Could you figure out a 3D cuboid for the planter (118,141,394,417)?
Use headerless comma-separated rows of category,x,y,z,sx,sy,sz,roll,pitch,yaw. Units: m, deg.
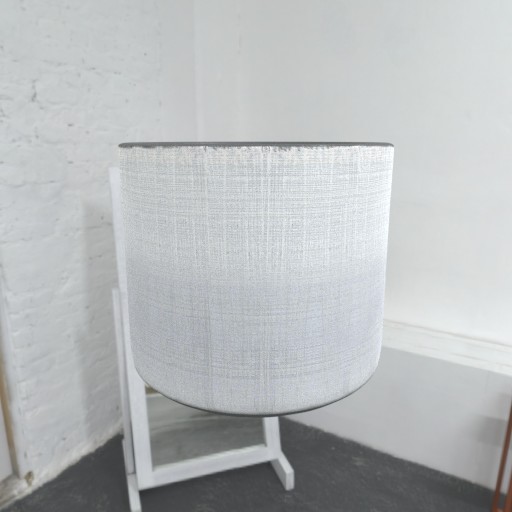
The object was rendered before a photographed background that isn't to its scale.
planter,0.000,0.000,0.445,0.254,0.221,0.254,0,15,0
